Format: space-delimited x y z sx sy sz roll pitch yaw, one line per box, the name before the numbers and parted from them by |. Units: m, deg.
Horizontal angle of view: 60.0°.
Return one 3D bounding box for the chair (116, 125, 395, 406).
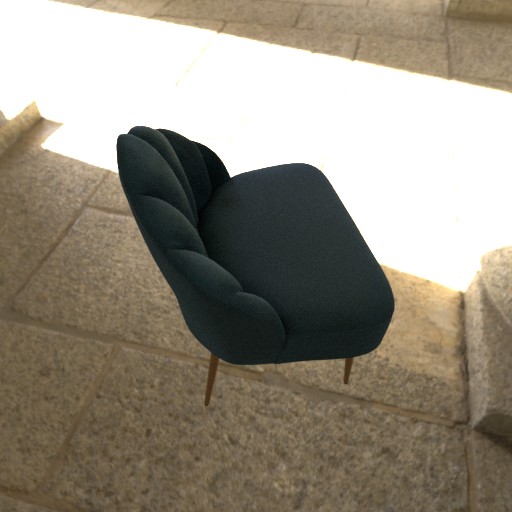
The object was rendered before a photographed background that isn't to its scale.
chair | 0.000 0.000 1.254 0.599 0.819 0.657 -11 49 -10
